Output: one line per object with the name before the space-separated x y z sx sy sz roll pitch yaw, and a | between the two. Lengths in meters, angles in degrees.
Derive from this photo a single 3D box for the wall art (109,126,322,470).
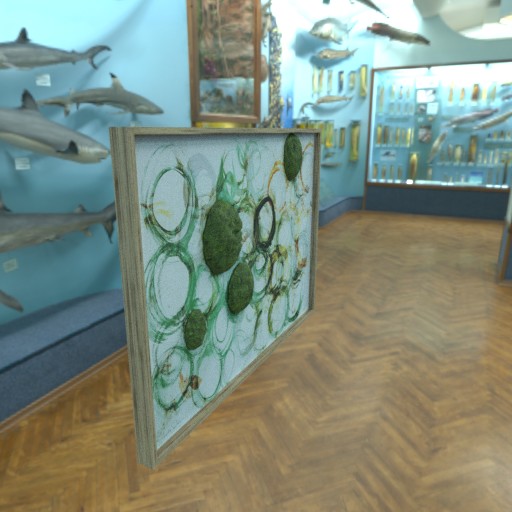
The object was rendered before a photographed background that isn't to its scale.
wall art | 0.000 0.000 1.098 0.063 0.609 0.841 8 18 27
